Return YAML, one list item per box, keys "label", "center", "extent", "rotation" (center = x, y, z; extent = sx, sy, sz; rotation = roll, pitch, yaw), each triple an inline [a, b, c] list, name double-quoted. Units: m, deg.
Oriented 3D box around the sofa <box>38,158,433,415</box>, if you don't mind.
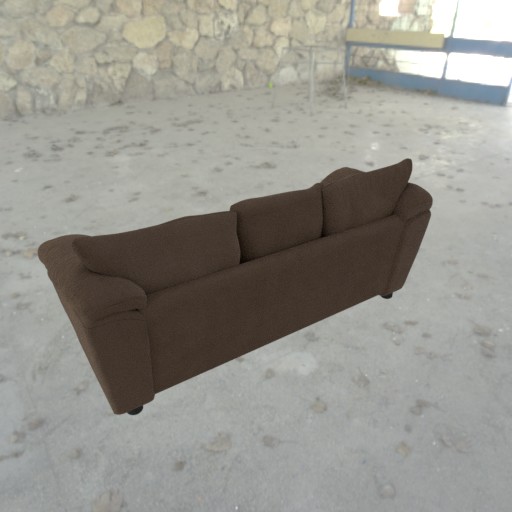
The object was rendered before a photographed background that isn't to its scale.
- label: "sofa"
  center: [0.000, 0.000, 2.773]
  extent: [2.336, 1.015, 0.878]
  rotation: [-18, 33, -29]
